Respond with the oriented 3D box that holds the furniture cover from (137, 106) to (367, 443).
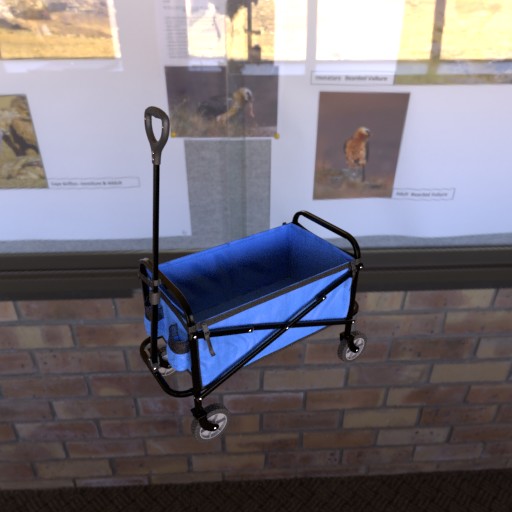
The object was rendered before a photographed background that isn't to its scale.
[{"bbox_3d":[0.000,0.000,1.864,1.038,1.295,0.532,-19,35,-30],"label":"furniture cover"}]
